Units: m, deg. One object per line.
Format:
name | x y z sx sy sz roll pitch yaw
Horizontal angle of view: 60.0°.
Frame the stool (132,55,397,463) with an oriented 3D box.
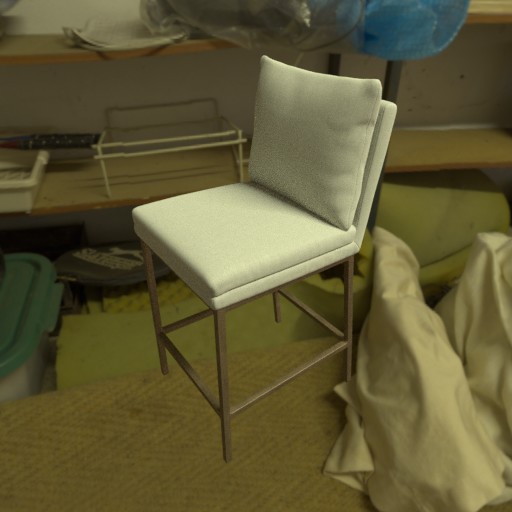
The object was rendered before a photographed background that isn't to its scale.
stool | 0.000 0.000 1.332 0.572 1.032 0.463 -21 38 -30
